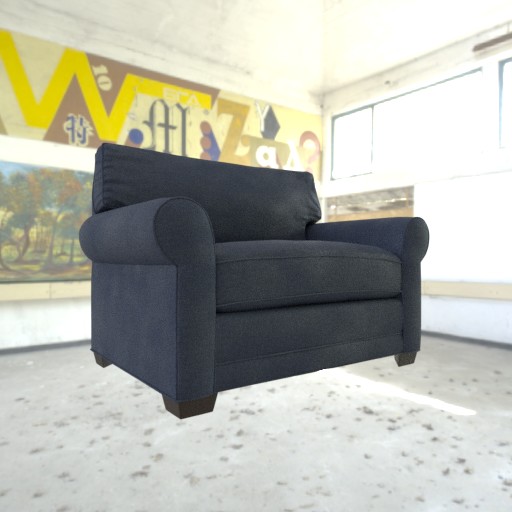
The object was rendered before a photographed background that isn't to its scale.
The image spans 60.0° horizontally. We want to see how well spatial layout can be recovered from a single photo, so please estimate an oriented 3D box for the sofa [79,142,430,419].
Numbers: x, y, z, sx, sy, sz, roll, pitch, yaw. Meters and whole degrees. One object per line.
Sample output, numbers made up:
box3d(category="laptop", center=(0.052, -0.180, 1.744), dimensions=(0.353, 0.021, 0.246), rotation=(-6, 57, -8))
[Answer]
box3d(category="sofa", center=(0.000, 0.000, 2.061), dimensions=(1.405, 1.004, 0.938), rotation=(0, 0, -36))
